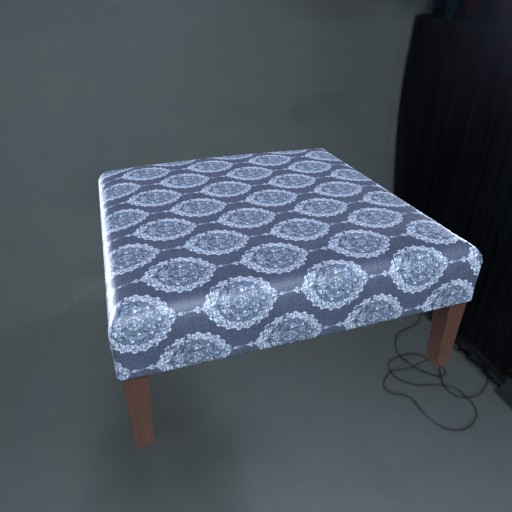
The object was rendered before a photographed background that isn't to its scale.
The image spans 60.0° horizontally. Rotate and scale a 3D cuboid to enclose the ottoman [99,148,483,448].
[{"bbox_3d":[0.000,0.000,1.401,0.890,0.409,0.889,-10,32,-16],"label":"ottoman"}]
